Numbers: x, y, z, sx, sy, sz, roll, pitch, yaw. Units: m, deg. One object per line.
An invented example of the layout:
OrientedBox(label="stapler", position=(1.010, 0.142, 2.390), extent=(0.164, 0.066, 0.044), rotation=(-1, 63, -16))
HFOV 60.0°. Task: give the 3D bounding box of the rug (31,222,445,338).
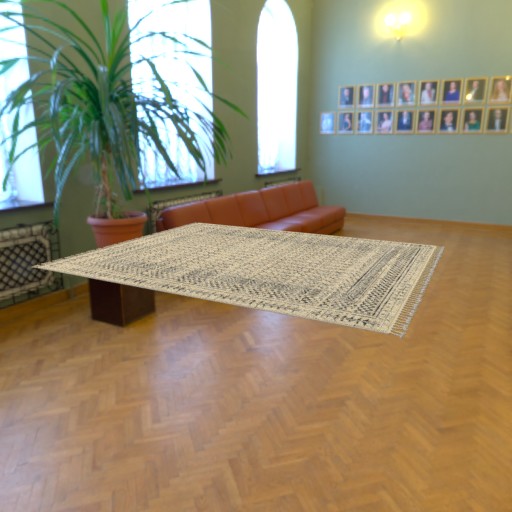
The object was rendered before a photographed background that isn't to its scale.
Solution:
OrientedBox(label="rug", position=(0.000, 0.000, 3.929), extent=(2.940, 0.013, 2.312), rotation=(7, 16, 26))
